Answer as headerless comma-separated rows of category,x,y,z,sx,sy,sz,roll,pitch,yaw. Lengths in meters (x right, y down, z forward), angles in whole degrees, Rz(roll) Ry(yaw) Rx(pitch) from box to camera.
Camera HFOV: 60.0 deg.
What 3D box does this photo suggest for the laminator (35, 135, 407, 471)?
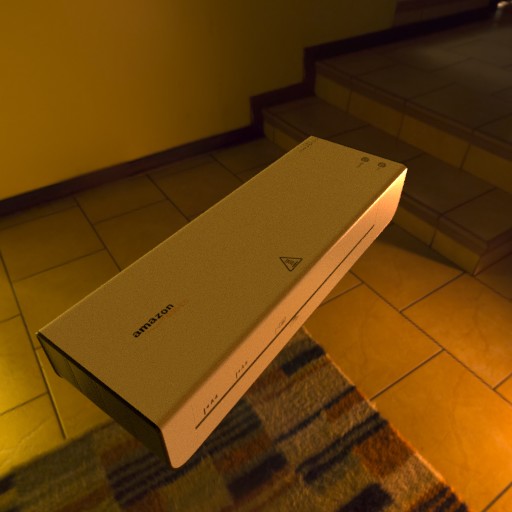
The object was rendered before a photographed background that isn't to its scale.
laminator,0.000,0.000,0.381,0.123,0.062,0.340,26,48,26
